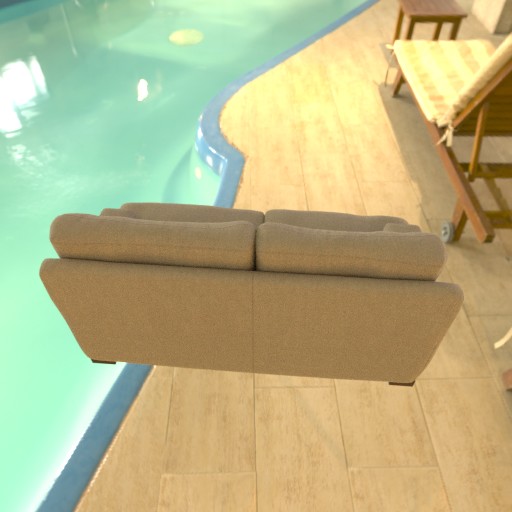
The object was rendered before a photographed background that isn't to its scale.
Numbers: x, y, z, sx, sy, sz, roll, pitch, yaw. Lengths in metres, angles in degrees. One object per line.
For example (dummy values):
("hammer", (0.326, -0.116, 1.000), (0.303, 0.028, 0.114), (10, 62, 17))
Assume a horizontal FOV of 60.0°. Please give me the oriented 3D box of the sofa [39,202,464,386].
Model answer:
("sofa", (0.000, 0.000, 2.424), (1.855, 0.980, 0.962), (3, 47, 3))
